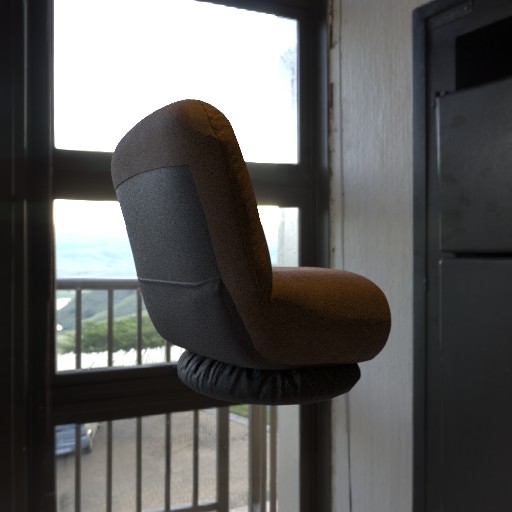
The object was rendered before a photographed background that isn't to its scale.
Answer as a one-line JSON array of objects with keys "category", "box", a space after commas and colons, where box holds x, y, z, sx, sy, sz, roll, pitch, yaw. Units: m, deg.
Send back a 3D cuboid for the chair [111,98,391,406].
[{"category": "chair", "box": [0.000, 0.000, 1.047, 0.597, 0.594, 0.521, 0, 0, -36]}]
